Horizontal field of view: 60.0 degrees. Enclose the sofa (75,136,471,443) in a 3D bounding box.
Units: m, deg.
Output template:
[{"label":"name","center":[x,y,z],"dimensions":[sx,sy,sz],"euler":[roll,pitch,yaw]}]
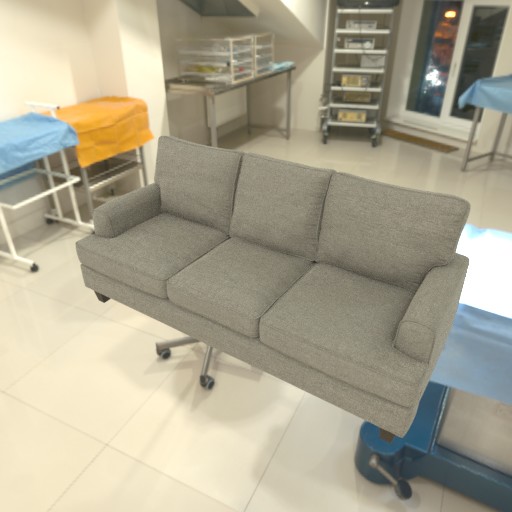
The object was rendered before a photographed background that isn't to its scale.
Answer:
[{"label":"sofa","center":[0.000,0.000,2.579],"dimensions":[2.158,0.965,0.951],"euler":[19,36,28]}]
